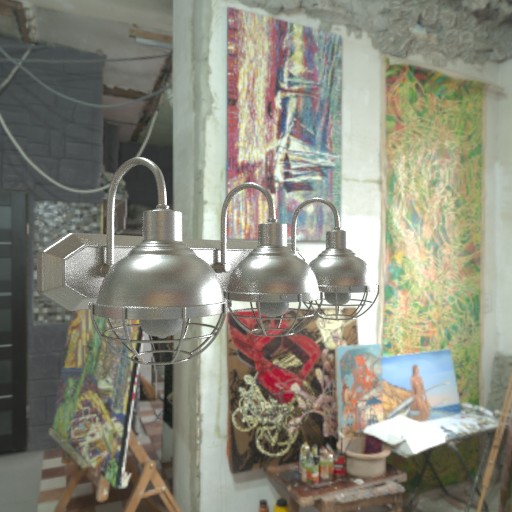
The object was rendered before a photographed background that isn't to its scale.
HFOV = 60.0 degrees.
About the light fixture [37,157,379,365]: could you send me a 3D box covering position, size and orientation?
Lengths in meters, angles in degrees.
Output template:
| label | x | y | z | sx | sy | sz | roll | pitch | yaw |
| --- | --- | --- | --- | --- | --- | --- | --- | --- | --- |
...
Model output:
| label | x | y | z | sx | sy | sz | roll | pitch | yaw |
| --- | --- | --- | --- | --- | --- | --- | --- | --- | --- |
| light fixture | 0.000 | 0.000 | 0.754 | 0.229 | 0.254 | 0.634 | 0 | -1 | 37 |
